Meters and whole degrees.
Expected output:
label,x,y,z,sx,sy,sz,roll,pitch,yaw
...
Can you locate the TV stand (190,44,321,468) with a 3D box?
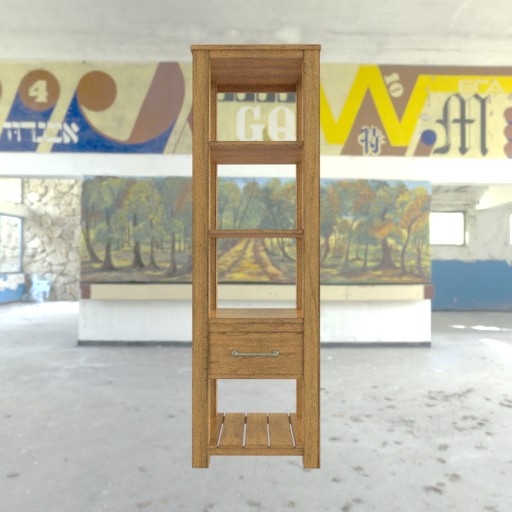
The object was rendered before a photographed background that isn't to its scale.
label,x,y,z,sx,sy,sz,roll,pitch,yaw
TV stand,0.000,0.000,2.106,0.565,1.828,0.435,0,0,0
